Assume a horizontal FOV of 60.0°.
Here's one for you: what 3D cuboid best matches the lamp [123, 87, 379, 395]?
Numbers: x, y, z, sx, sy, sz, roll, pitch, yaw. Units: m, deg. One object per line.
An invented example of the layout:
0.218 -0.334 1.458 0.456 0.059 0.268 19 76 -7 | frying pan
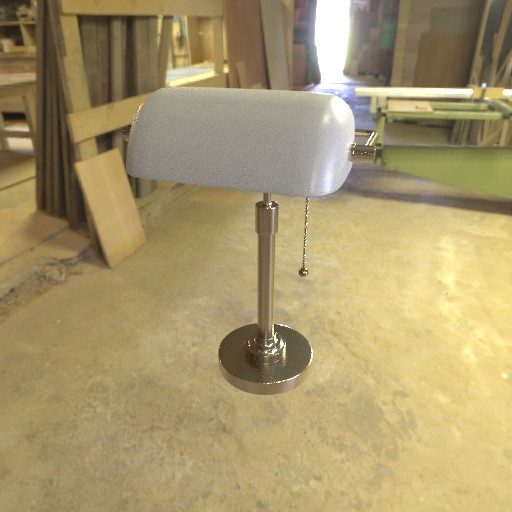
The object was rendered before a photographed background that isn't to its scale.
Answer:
0.000 0.000 0.559 0.269 0.404 0.227 9 28 18 | lamp
